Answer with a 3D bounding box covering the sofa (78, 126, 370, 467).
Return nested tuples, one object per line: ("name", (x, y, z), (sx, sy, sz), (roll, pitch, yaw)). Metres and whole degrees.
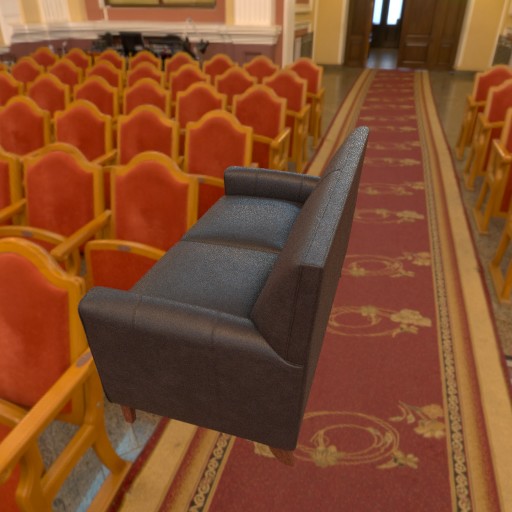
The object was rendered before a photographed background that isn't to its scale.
("sofa", (0.000, 0.000, 1.983), (0.787, 0.871, 1.473), (8, 31, 15))
